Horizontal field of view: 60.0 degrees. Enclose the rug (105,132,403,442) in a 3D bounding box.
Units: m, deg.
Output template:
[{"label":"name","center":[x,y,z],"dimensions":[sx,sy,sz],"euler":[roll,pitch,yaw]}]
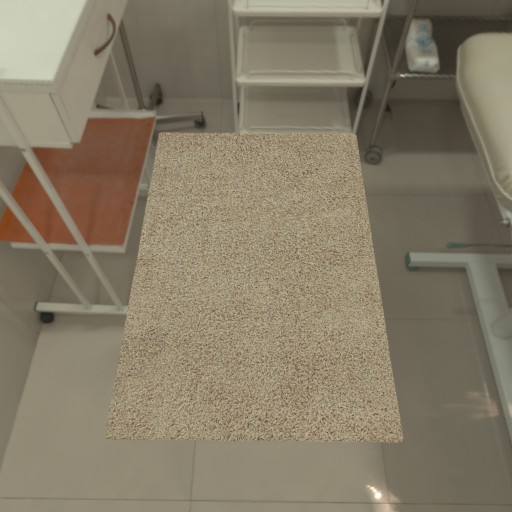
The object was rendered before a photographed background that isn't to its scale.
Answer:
[{"label":"rug","center":[0.000,0.000,2.276],"dimensions":[1.219,0.030,1.778],"euler":[1,58,0]}]
